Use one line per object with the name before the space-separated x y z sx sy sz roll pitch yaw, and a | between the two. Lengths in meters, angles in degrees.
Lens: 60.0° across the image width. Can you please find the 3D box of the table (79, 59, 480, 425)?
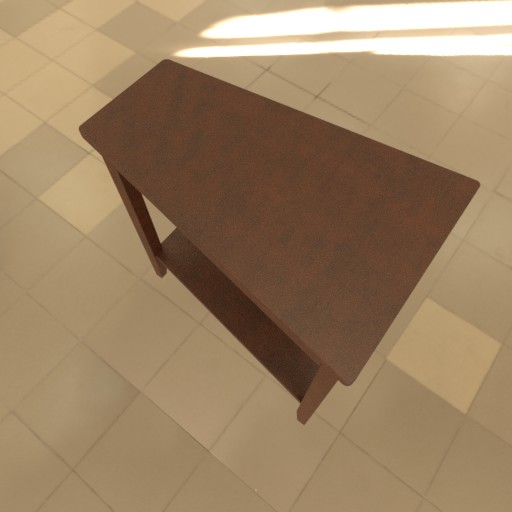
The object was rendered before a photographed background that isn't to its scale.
table | 0.000 0.000 0.979 0.605 0.589 0.399 34 67 16
